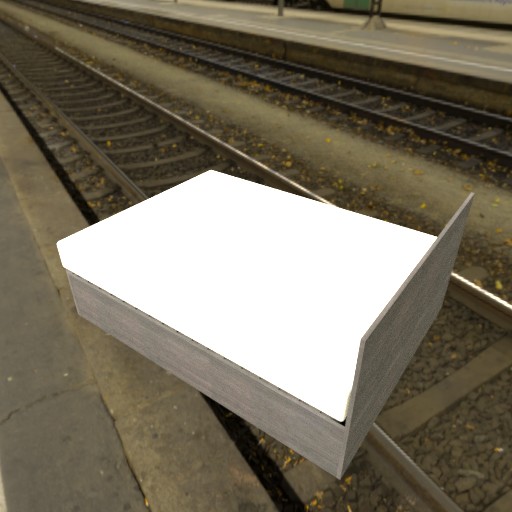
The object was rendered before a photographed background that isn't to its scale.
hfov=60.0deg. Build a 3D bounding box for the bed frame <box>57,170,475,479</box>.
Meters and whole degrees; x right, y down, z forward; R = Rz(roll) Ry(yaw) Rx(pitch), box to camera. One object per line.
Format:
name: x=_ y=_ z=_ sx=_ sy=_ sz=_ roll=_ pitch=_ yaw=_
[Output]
bed frame: x=0.000 y=0.000 z=2.602 sx=1.900 sy=0.800 sz=1.400 roll=22 pitch=39 yaw=30
